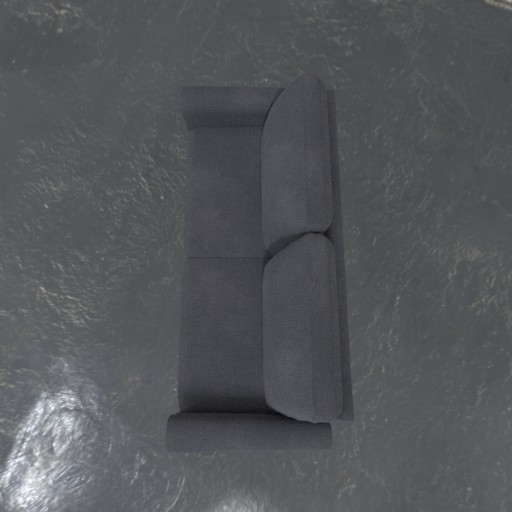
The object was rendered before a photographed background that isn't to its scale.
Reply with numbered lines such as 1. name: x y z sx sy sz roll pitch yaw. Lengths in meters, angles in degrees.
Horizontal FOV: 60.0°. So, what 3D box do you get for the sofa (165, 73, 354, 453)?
1. sofa: 0.000 0.000 2.401 0.842 0.942 1.935 0 75 0
